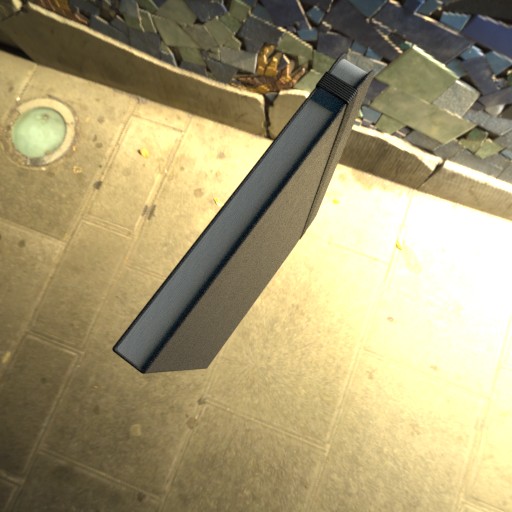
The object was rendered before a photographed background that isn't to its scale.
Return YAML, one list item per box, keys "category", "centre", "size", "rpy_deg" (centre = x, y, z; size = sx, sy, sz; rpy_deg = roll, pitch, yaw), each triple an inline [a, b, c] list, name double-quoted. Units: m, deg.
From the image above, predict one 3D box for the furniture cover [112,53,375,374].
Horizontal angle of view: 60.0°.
- category: "furniture cover"
  centre: [0.000, 0.000, 0.373]
  size: [0.023, 0.281, 0.216]
  rpy_deg: [35, 79, 8]
